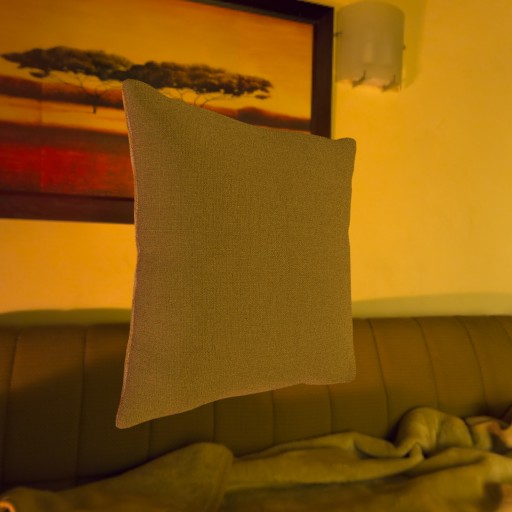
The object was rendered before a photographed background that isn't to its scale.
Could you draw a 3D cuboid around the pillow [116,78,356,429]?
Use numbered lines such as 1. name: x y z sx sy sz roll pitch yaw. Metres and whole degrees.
1. pillow: 0.000 0.000 0.675 0.429 0.436 0.159 1 -2 -37
